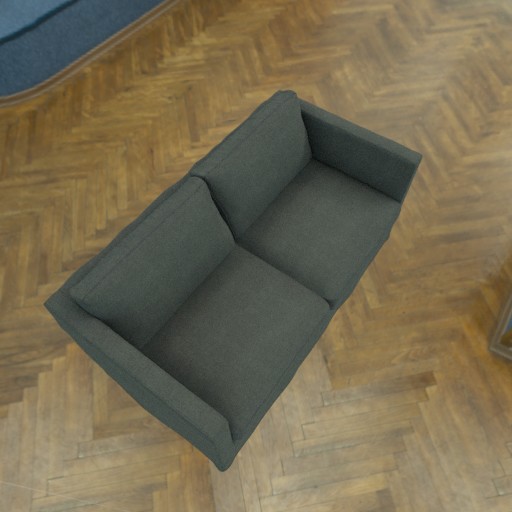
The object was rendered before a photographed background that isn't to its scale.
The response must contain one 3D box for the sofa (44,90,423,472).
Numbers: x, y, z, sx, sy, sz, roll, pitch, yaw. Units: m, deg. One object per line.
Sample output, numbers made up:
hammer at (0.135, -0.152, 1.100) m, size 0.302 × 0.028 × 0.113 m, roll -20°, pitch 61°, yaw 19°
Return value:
sofa at (0.000, 0.000, 2.349) m, size 0.974 × 0.854 × 1.802 m, roll 32°, pitch 63°, yaw 19°
